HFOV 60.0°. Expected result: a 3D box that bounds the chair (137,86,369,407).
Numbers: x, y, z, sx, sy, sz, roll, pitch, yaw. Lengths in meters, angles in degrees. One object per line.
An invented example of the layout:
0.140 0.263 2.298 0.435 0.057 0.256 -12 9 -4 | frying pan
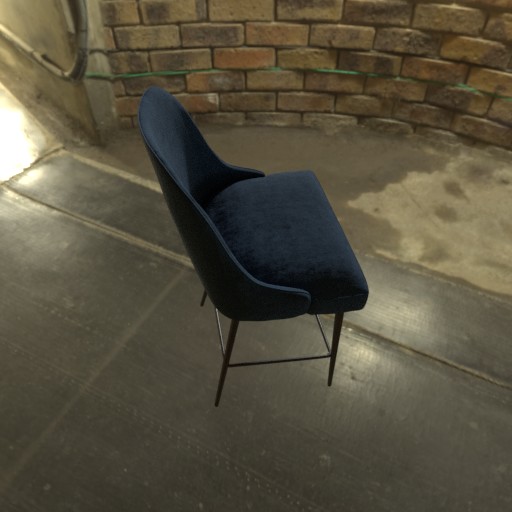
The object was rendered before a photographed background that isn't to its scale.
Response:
0.000 0.000 1.265 0.489 0.927 0.526 -8 47 -8 | chair
